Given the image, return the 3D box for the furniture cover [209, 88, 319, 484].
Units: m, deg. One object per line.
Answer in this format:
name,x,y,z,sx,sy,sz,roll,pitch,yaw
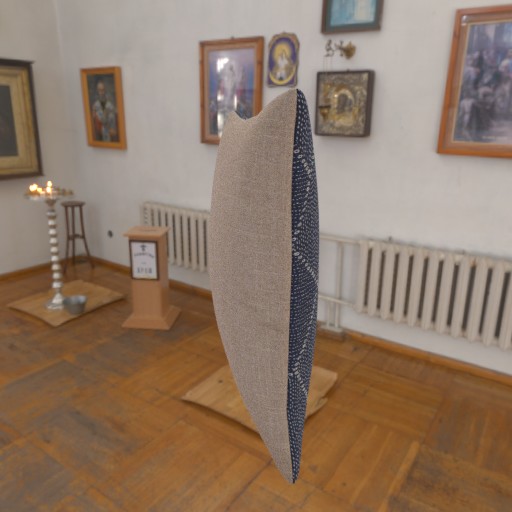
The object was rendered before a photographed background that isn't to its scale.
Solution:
furniture cover,0.000,0.000,0.768,0.162,0.503,0.511,-3,16,-10
